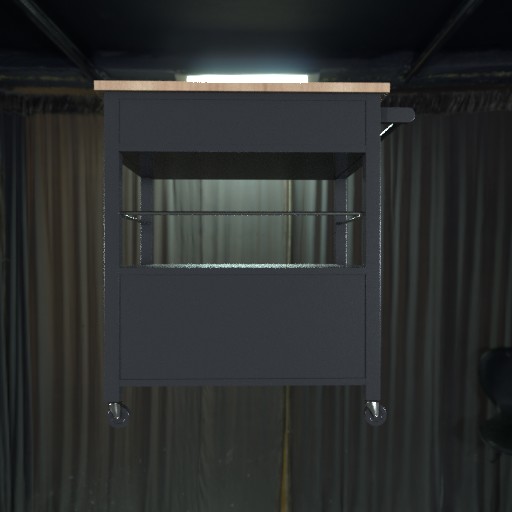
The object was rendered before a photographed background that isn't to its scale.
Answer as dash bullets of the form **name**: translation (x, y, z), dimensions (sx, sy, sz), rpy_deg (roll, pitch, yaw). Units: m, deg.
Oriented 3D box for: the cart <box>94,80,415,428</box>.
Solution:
- **cart**: translation (0.000, 0.000, 1.375), dimensions (0.840, 0.901, 0.459), rpy_deg (0, 0, -1)
